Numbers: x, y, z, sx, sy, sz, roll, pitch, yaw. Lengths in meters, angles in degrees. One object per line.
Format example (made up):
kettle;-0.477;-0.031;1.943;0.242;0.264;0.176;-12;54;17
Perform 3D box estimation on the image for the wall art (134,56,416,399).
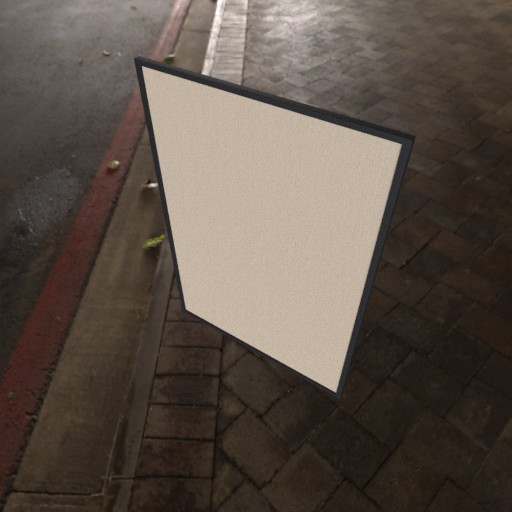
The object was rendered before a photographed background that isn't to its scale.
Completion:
wall art;0.000;0.000;0.857;0.457;0.657;0.013;25;50;22
